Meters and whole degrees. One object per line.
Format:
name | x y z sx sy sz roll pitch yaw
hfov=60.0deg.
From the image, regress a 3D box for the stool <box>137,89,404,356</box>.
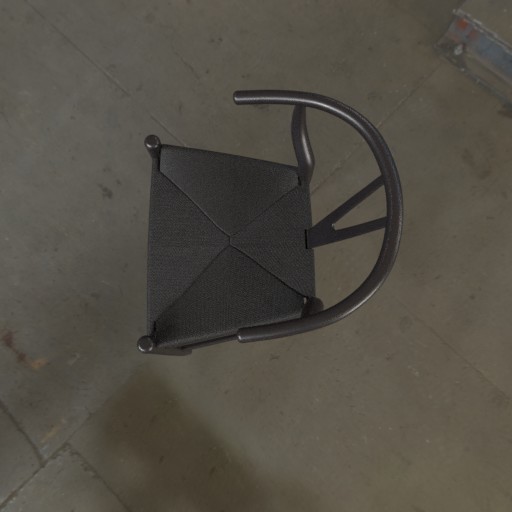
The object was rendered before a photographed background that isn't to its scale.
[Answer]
stool | 0.000 0.000 1.332 0.579 0.970 0.569 -1 76 0
